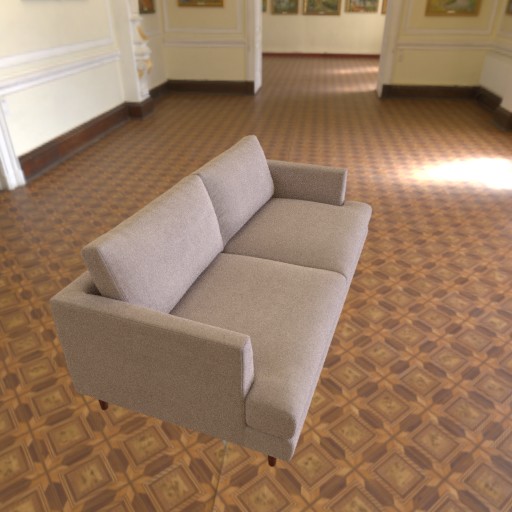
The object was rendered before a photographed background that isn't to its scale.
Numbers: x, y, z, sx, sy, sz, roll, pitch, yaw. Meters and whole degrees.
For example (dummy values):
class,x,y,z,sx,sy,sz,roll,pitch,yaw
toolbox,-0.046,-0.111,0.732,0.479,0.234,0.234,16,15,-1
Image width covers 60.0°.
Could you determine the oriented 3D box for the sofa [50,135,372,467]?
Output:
class,x,y,z,sx,sy,sz,roll,pitch,yaw
sofa,0.000,0.000,2.454,1.020,0.868,1.948,11,32,18
